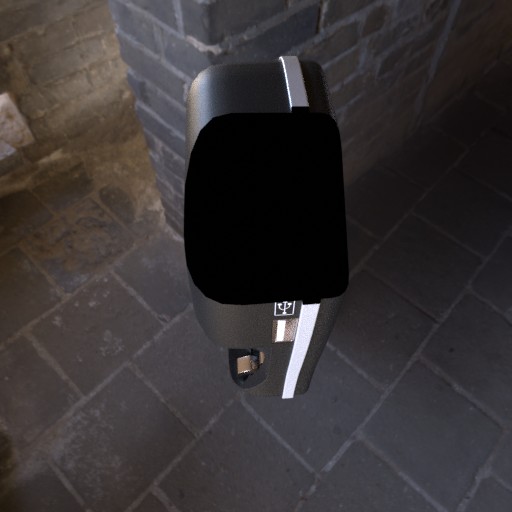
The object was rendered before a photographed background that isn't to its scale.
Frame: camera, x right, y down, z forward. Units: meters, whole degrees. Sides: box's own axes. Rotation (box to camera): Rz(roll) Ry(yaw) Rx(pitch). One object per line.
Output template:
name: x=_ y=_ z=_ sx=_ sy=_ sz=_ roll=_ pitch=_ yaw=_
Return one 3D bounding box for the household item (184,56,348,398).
household item: x=0.000 y=0.000 z=0.146 sx=0.038 sy=0.114 sz=0.070 roll=-3 pitch=58 yaw=-2
